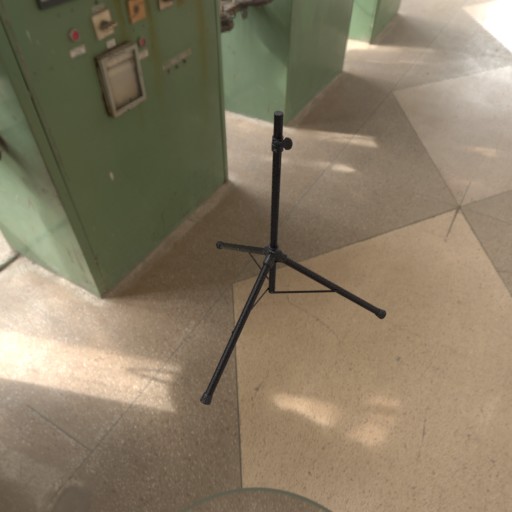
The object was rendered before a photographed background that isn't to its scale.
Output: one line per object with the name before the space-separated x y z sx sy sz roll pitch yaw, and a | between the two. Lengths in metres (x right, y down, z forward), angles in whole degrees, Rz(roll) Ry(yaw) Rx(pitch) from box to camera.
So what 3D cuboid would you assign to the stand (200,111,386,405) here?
stand | 0.000 0.000 1.830 1.045 1.136 0.907 24 51 21
